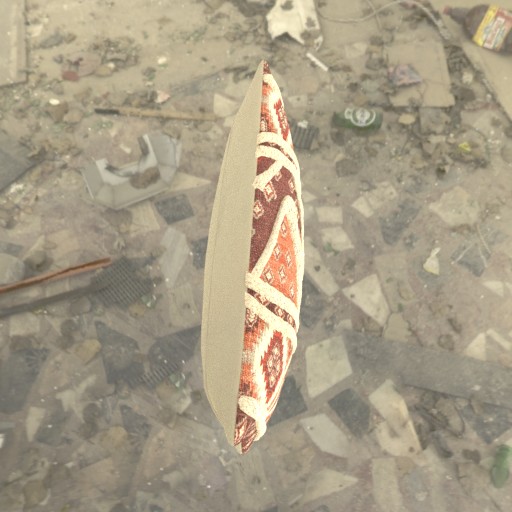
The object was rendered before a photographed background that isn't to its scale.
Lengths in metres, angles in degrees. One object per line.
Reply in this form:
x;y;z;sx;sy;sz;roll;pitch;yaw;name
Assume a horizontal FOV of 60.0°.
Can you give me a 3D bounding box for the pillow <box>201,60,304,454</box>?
0.000;0.000;0.739;0.161;0.295;0.608;3;62;2;pillow
